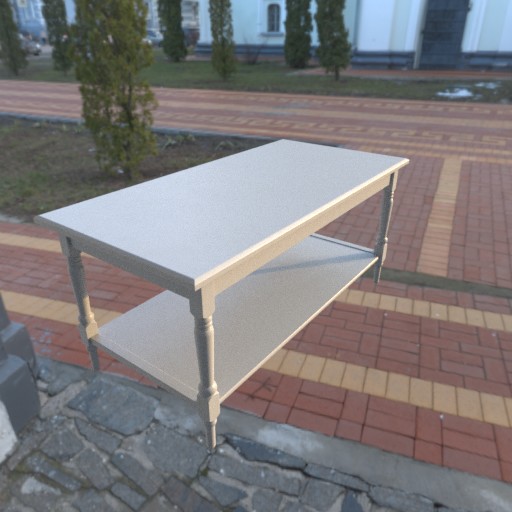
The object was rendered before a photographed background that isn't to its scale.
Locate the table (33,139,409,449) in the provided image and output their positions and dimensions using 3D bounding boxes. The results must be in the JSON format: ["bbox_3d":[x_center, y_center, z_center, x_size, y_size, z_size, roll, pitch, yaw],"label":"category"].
[{"bbox_3d":[0.000,0.000,1.458,0.551,0.506,1.109,19,32,32],"label":"table"}]
